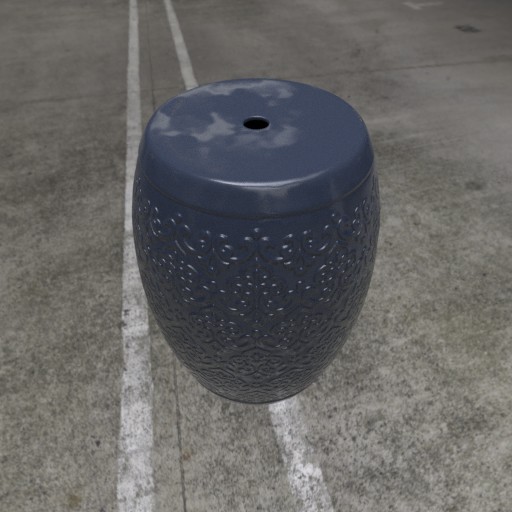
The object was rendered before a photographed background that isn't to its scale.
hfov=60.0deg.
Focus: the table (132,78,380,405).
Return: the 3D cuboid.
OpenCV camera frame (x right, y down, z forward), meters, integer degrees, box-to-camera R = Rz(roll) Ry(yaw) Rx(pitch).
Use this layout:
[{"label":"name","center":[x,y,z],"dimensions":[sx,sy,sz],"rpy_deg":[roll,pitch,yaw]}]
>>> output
[{"label":"table","center":[0.000,0.000,0.604],"dimensions":[0.309,0.397,0.309],"rpy_deg":[0,44,0]}]
